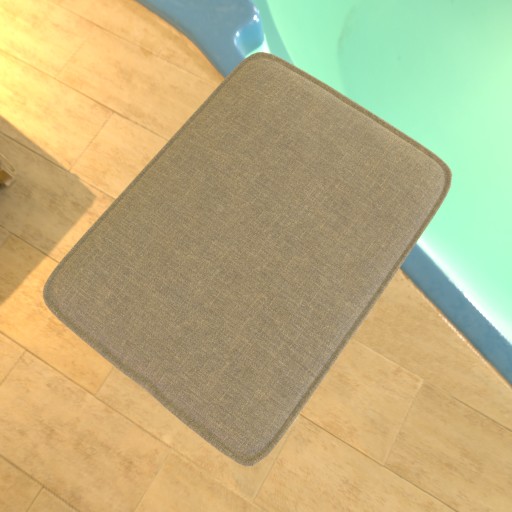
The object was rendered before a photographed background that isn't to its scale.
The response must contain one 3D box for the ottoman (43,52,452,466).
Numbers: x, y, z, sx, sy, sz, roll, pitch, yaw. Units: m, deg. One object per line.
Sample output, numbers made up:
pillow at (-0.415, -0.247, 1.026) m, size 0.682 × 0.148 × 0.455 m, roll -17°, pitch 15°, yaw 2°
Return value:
ottoman at (0.000, 0.000, 1.088) m, size 0.559 × 0.457 × 0.762 m, roll 36°, pitch 77°, yaw 9°
